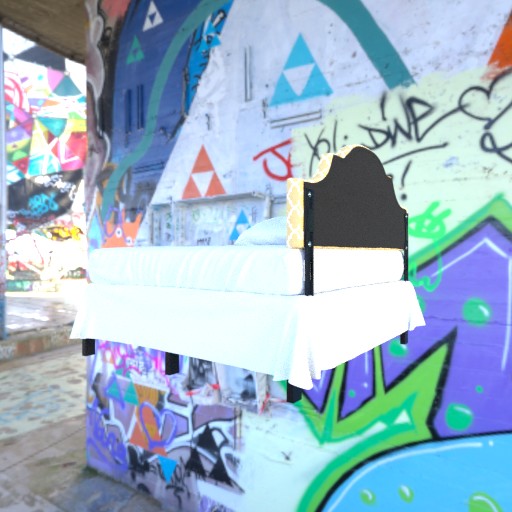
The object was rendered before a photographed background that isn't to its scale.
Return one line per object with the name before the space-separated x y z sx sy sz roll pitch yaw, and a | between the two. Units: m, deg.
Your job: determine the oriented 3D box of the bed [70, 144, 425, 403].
bed | 0.000 0.000 3.795 2.222 1.601 2.314 0 0 36
